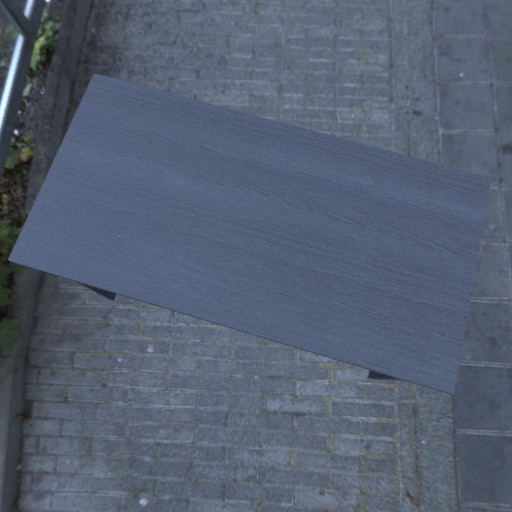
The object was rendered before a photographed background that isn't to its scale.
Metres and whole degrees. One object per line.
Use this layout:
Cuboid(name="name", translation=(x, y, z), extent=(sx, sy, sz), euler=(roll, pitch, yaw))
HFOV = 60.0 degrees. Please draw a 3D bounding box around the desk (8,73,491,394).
Cuboid(name="desk", translation=(0.000, 0.000, 1.463), extent=(1.099, 0.729, 0.557), euler=(16, 75, 4))
